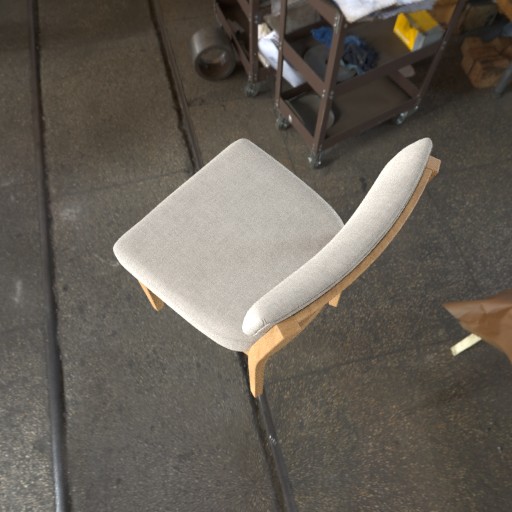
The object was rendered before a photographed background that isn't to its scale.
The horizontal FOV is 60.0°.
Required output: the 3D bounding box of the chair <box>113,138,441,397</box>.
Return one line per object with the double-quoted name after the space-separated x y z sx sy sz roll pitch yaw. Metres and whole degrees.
0.000 0.000 1.172 0.572 0.832 0.508 38 69 18 "chair"
